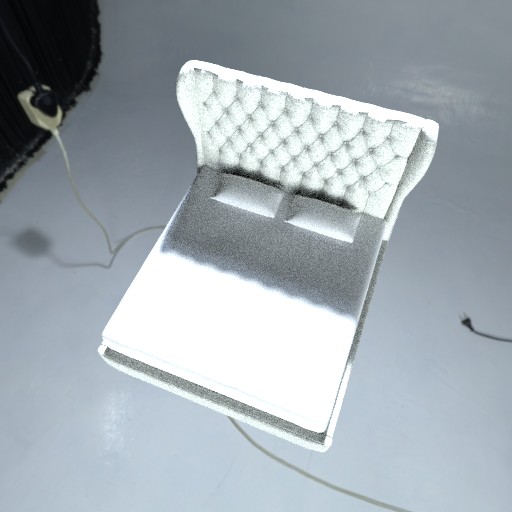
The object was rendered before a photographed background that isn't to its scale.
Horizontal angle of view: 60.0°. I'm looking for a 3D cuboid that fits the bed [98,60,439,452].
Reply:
[{"bbox_3d":[0.000,0.000,3.811,2.219,1.771,2.347,19,61,11],"label":"bed"}]
